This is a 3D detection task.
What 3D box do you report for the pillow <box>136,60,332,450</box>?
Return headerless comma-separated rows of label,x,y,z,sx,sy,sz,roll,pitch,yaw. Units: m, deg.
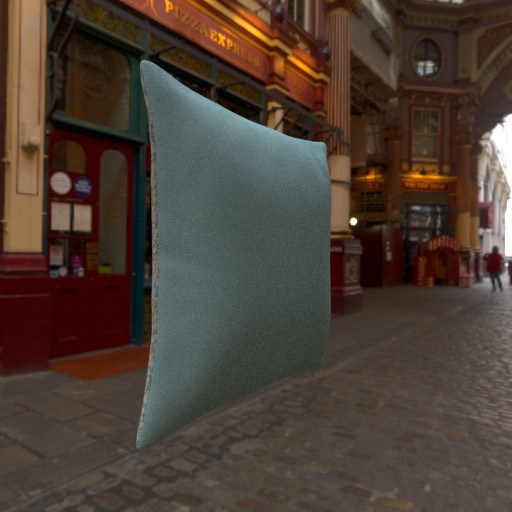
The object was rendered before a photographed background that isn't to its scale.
pillow,0.000,0.000,0.788,0.166,0.507,0.526,0,0,35
